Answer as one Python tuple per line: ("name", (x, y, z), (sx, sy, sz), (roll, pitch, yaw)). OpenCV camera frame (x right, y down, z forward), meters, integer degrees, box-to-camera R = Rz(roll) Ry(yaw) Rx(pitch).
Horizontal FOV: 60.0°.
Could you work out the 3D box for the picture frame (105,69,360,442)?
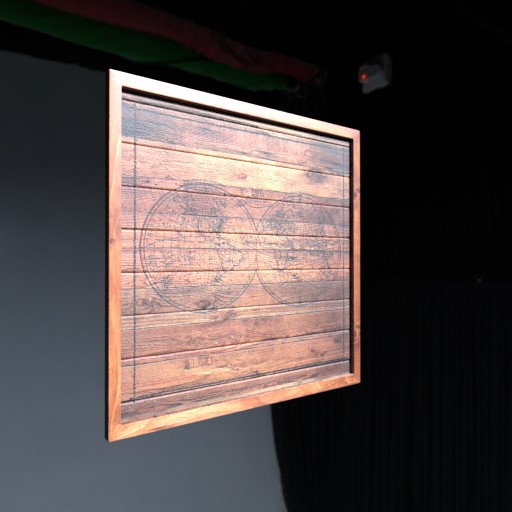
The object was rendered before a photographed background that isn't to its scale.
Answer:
("picture frame", (0.000, 0.000, 1.214), (0.810, 0.817, 0.029), (0, -1, -35))
